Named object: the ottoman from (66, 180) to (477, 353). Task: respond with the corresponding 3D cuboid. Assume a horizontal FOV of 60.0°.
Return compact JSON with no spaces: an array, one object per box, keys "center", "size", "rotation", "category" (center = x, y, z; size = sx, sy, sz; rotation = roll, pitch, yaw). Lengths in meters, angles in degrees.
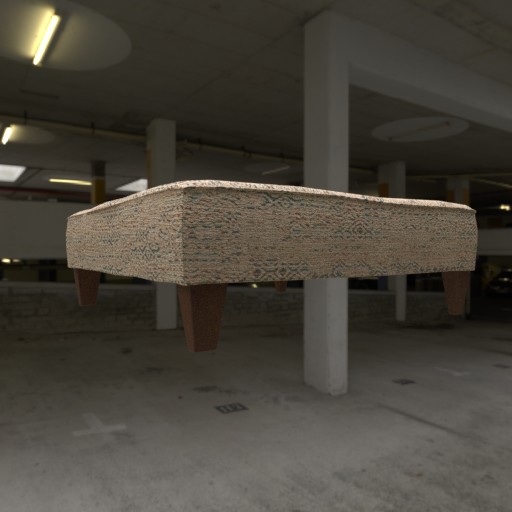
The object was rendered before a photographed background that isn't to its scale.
[{"center":[0.000,0.000,1.477],"size":[1.004,0.356,0.968],"rotation":[0,1,-35],"category":"ottoman"}]
